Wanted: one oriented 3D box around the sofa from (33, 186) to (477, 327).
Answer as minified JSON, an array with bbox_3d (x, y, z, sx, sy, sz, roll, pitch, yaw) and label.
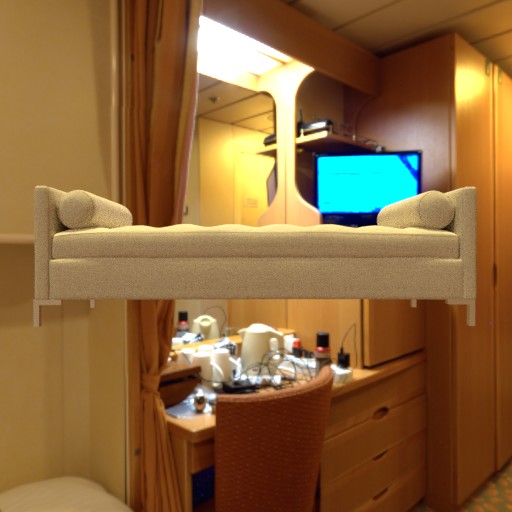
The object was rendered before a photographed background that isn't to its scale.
[{"bbox_3d":[0.000,0.000,2.453,2.102,0.655,0.797,0,0,-1],"label":"sofa"}]
